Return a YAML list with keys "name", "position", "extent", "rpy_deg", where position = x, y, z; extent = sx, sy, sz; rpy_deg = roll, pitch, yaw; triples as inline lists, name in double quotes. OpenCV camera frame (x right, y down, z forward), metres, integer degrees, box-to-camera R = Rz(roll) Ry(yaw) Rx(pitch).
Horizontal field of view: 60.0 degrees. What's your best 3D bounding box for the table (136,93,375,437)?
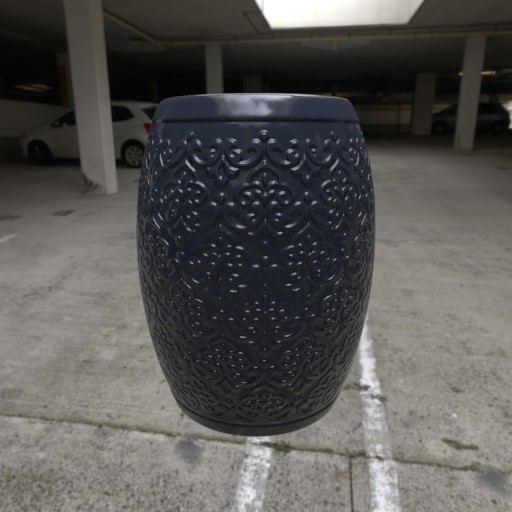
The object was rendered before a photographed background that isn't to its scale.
- name: "table"
  position: [0.000, 0.000, 0.598]
  extent: [0.309, 0.397, 0.309]
  rpy_deg: [0, 15, 0]
